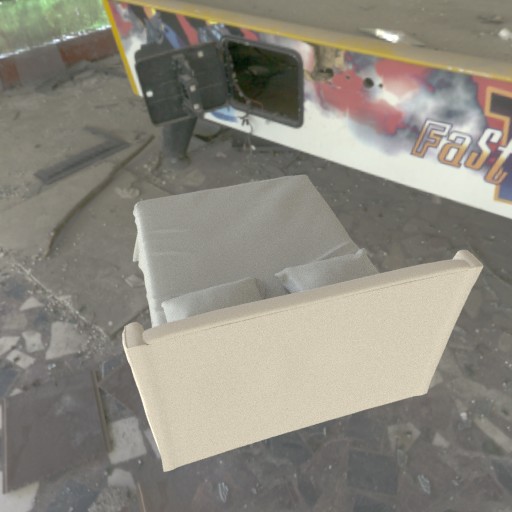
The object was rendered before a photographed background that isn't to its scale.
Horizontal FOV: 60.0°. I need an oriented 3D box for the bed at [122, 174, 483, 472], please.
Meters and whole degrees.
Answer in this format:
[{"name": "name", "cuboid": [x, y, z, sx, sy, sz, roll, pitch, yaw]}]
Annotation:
[{"name": "bed", "cuboid": [0.000, 0.000, 3.409, 1.925, 1.332, 2.276, -11, 43, -12]}]
